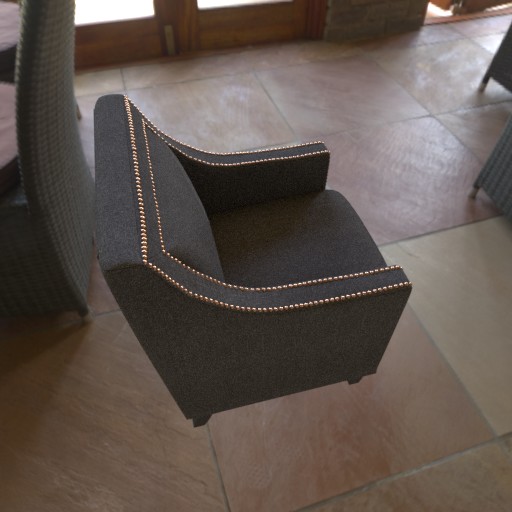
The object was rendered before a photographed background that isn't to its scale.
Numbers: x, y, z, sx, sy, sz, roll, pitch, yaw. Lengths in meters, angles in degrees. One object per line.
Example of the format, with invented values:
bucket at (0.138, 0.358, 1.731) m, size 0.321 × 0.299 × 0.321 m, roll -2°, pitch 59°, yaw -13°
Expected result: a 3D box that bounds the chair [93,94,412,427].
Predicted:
chair at (0.000, 0.000, 1.598) m, size 0.884 × 0.967 × 0.776 m, roll -11°, pitch 49°, yaw -10°
